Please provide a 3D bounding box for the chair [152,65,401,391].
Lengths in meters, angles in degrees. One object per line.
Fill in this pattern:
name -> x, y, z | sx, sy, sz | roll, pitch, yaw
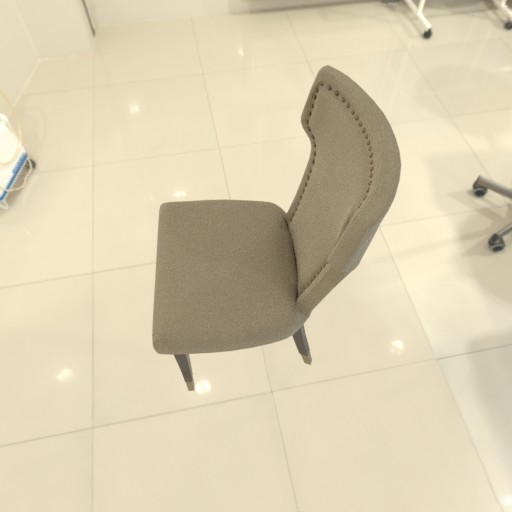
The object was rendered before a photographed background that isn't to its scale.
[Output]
chair -> 0.000, 0.000, 1.361 | 0.630, 0.955, 0.526 | -4, 57, -2
